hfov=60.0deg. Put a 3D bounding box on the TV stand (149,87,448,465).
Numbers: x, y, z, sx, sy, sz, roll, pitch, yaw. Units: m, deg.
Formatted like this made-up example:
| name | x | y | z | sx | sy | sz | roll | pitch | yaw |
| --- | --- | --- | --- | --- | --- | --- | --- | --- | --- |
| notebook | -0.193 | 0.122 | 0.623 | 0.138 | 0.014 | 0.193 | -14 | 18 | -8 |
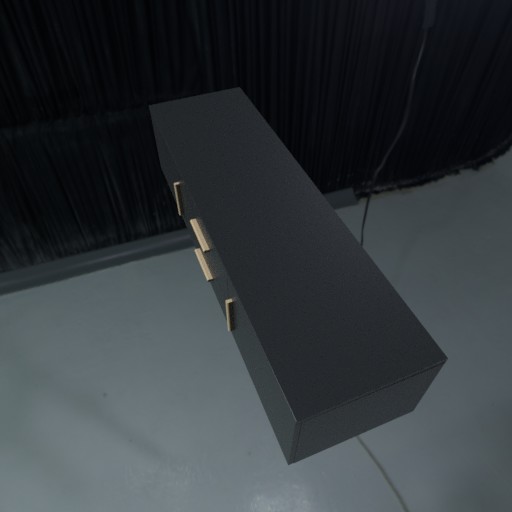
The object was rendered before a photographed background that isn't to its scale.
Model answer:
| name | x | y | z | sx | sy | sz | roll | pitch | yaw |
| --- | --- | --- | --- | --- | --- | --- | --- | --- | --- |
| TV stand | 0.000 | 0.000 | 1.530 | 0.390 | 0.518 | 1.312 | -17 | 51 | -14 |
